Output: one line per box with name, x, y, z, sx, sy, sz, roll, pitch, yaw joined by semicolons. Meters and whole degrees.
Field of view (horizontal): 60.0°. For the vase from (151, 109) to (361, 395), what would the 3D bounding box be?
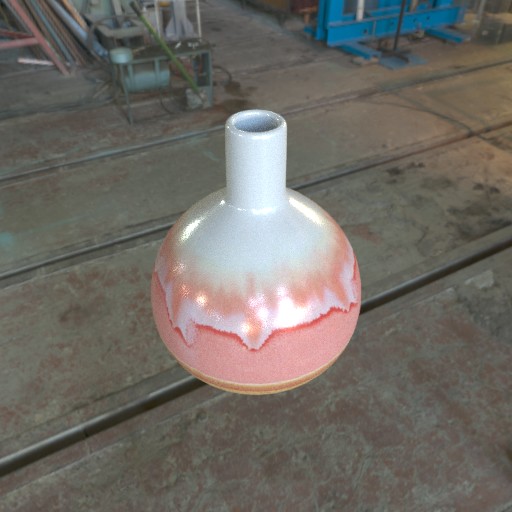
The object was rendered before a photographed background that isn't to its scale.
vase;0.000;0.000;0.275;0.137;0.176;0.137;0;41;0
